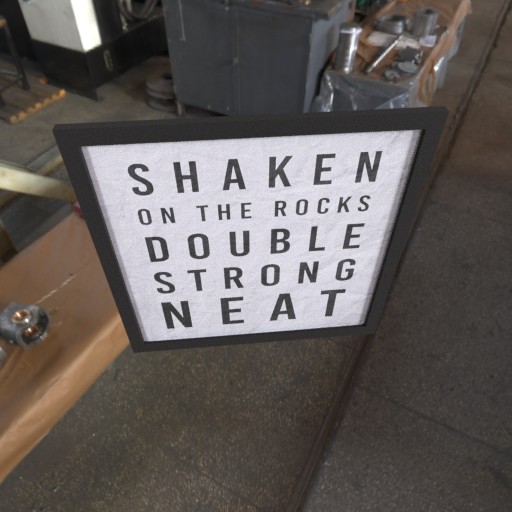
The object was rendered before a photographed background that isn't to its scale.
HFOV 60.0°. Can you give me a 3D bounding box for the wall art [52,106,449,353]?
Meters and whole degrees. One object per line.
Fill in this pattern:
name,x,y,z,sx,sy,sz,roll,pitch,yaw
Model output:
wall art,0.000,0.000,0.675,0.456,0.458,0.013,-4,46,-4
